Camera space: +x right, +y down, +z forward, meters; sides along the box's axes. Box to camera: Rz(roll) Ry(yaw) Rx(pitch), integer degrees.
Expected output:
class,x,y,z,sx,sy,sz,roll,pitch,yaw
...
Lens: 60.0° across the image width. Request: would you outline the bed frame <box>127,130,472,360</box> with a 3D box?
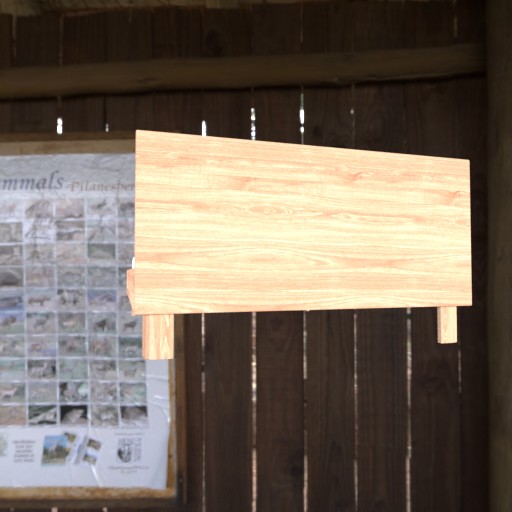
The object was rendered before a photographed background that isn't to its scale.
class,x,y,z,sx,sy,sz,roll,pitch,yaw
bed frame,0.000,0.000,3.023,1.660,0.940,2.092,1,-2,-17
